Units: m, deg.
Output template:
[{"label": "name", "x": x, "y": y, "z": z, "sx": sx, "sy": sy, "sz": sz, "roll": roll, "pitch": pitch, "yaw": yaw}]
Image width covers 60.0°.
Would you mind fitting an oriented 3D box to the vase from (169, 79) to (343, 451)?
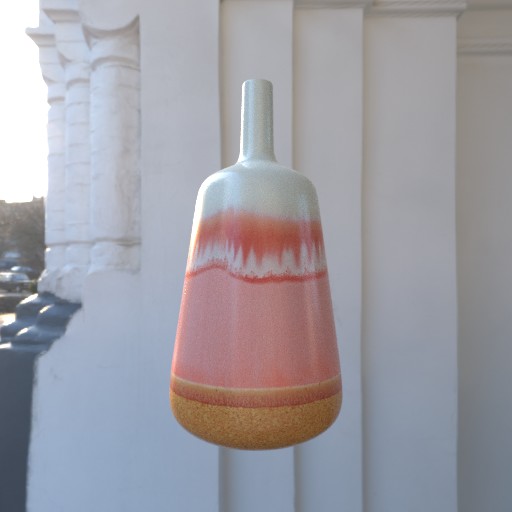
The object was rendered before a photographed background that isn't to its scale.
[{"label": "vase", "x": 0.000, "y": 0.000, "z": 0.380, "sx": 0.144, "sy": 0.296, "sz": 0.144, "roll": 0, "pitch": -2, "yaw": 0}]
